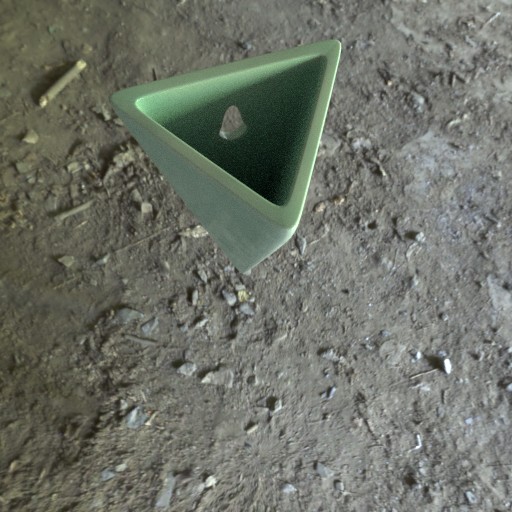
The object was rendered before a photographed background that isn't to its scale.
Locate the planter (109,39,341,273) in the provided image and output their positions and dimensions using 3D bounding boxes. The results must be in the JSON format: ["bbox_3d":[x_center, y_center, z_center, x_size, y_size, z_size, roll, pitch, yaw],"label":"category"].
[{"bbox_3d":[0.000,0.000,0.215,0.080,0.178,0.064,-17,67,-8],"label":"planter"}]
